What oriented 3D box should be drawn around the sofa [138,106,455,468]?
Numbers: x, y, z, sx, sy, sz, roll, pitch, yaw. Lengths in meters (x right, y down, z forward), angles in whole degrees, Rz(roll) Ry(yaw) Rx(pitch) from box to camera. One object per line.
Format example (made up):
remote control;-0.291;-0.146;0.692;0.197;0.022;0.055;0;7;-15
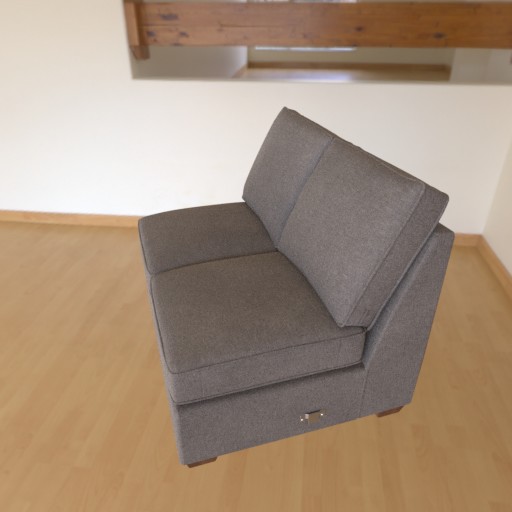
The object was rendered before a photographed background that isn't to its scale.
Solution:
sofa;0.000;0.000;1.947;0.951;1.008;1.237;-9;31;-15
